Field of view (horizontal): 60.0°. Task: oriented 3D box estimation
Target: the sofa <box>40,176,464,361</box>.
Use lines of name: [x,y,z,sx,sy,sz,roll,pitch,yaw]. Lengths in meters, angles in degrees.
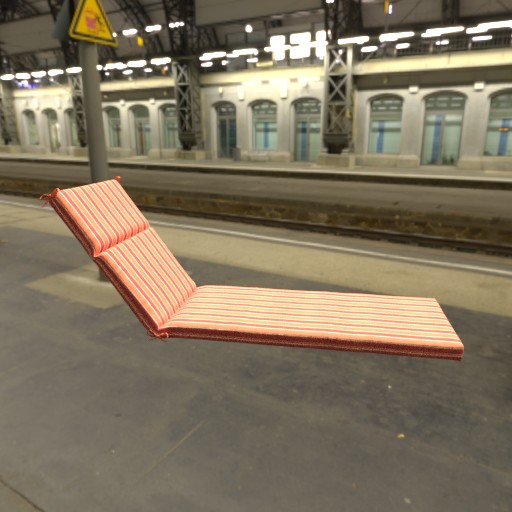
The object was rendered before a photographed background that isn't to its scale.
sofa: [0.000,0.000,1.950,1.663,0.622,0.582,3,16,10]
